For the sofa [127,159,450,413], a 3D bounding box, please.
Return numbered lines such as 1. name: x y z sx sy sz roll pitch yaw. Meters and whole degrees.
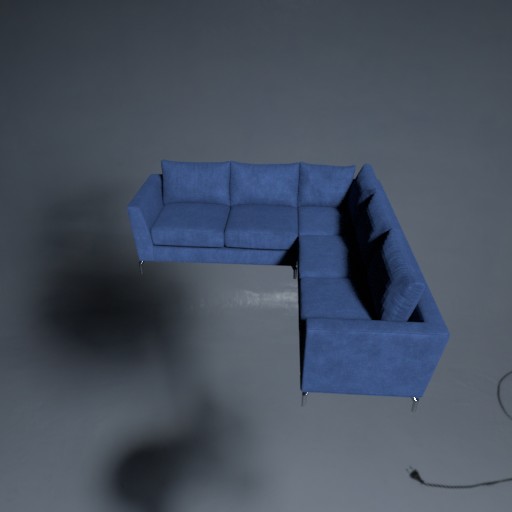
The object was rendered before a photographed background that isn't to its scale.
1. sofa: 0.000 0.000 3.859 2.472 0.988 2.463 2 32 3
